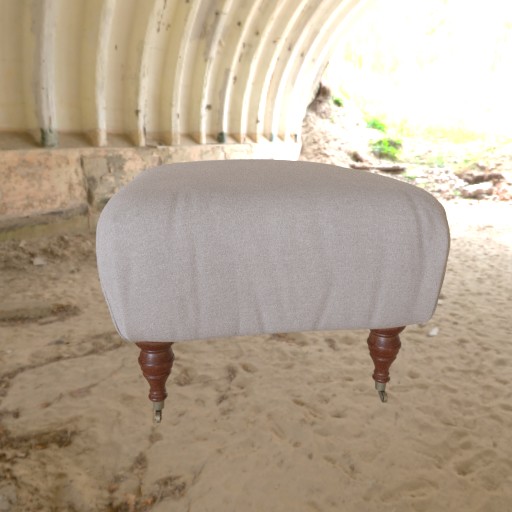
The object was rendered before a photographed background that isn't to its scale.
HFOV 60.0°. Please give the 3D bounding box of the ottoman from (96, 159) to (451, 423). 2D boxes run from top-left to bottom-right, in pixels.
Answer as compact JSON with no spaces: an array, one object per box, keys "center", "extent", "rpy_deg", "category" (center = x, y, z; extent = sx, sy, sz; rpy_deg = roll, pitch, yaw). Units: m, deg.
[{"center":[0.000,0.000,1.078],"extent":[0.622,0.450,0.746],"rpy_deg":[-2,15,-8],"category":"ottoman"}]
